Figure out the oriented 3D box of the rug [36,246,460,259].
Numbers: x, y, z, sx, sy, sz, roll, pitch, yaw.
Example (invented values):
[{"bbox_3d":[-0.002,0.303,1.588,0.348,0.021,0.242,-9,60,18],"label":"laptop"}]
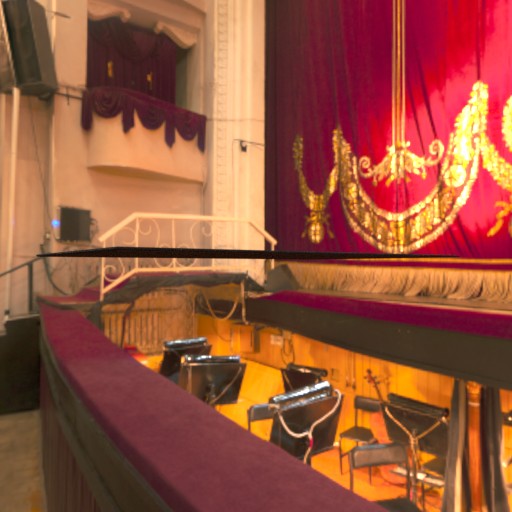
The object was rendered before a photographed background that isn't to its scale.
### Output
[{"bbox_3d":[0.000,0.000,3.002,2.441,0.015,1.526,1,-2,-37],"label":"rug"}]
